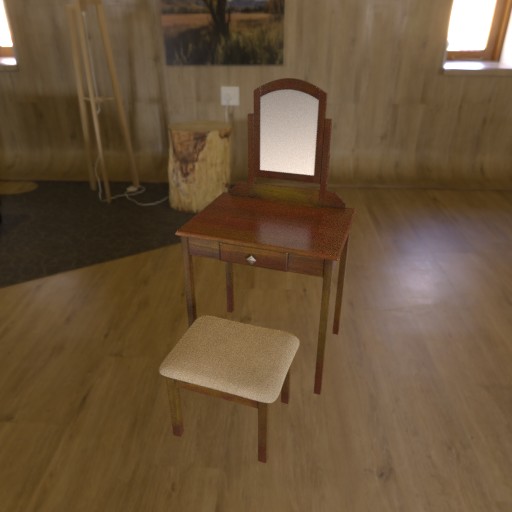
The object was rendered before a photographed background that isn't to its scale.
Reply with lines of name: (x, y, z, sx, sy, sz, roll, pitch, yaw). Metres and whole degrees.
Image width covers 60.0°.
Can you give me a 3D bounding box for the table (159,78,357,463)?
table: (0.000, 0.000, 2.340, 0.876, 1.631, 1.211, 9, 30, 17)
